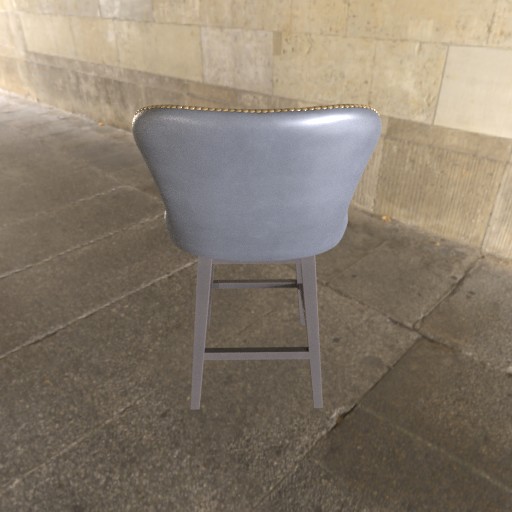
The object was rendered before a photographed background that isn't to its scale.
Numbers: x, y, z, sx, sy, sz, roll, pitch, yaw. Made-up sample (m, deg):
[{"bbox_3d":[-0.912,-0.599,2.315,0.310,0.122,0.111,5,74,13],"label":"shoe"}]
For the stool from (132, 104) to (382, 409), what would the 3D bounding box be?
[{"bbox_3d":[0.000,0.000,1.308,0.528,0.971,0.593,0,31,-1],"label":"stool"}]
